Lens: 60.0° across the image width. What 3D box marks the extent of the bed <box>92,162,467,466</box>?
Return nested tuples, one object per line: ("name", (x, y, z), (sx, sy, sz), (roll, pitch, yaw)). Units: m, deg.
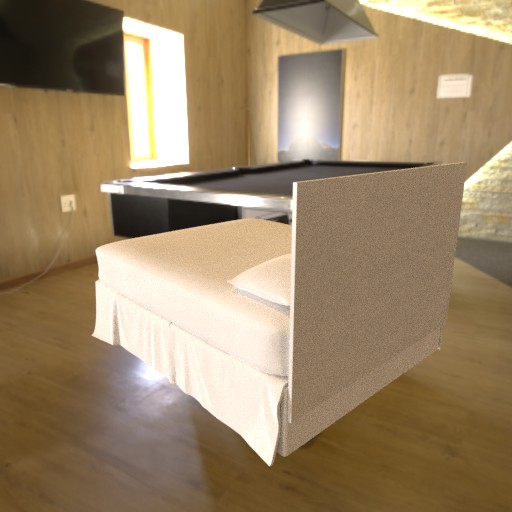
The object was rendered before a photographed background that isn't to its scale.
("bed", (0.000, 0.000, 3.154), (1.745, 1.335, 2.094), (-15, 22, -41))
